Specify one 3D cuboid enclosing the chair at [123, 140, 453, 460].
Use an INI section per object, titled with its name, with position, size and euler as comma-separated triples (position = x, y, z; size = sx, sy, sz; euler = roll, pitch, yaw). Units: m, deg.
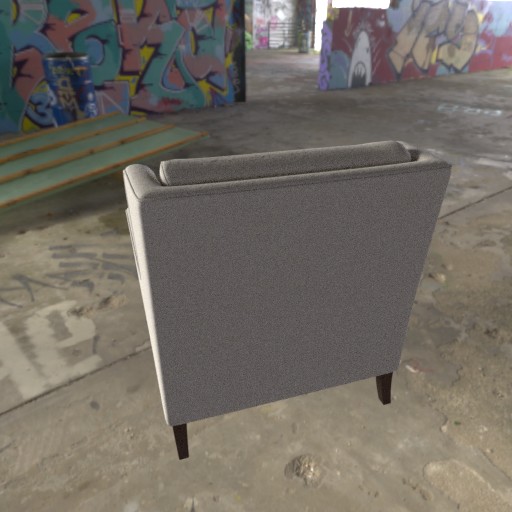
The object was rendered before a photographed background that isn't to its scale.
[chair]
position = 0.000, 0.000, 1.853
size = 0.982, 1.056, 1.040
euler = -9, 30, -16
